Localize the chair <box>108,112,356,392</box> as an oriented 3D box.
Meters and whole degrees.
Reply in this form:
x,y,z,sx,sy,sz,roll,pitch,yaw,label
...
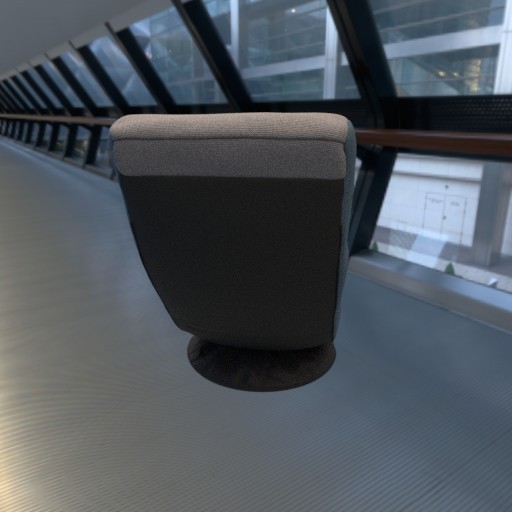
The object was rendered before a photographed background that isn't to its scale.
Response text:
x,y,z,sx,sy,sz,roll,pitch,yaw,label
0.000,0.000,1.061,0.420,0.641,0.661,3,17,9,chair
